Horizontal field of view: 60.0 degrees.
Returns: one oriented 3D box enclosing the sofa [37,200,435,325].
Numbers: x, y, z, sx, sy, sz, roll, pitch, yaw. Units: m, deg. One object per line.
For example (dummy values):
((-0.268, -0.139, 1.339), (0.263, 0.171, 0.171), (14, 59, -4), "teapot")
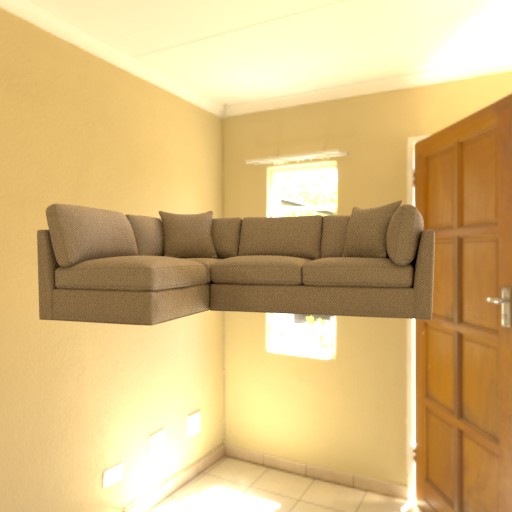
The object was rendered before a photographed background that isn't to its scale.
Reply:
((0.000, 0.000, 3.860), (2.896, 0.978, 1.994), (0, 0, 19), "sofa")
